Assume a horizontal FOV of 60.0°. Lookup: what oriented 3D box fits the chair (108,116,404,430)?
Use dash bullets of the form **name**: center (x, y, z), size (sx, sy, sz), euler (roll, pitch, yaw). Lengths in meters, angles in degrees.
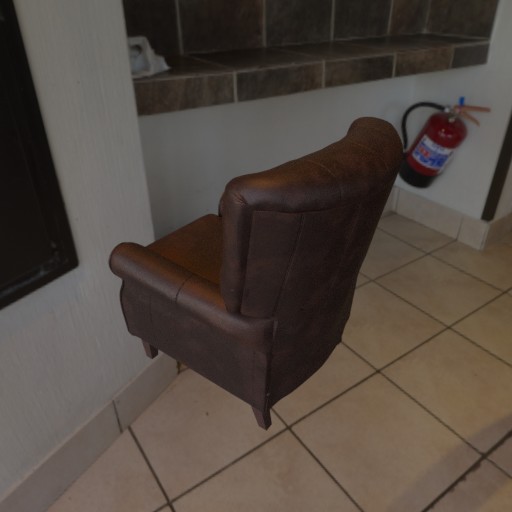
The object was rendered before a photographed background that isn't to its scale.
- **chair**: center (0.000, 0.000, 1.926), size (1.058, 1.158, 0.948), euler (21, 37, 30)
